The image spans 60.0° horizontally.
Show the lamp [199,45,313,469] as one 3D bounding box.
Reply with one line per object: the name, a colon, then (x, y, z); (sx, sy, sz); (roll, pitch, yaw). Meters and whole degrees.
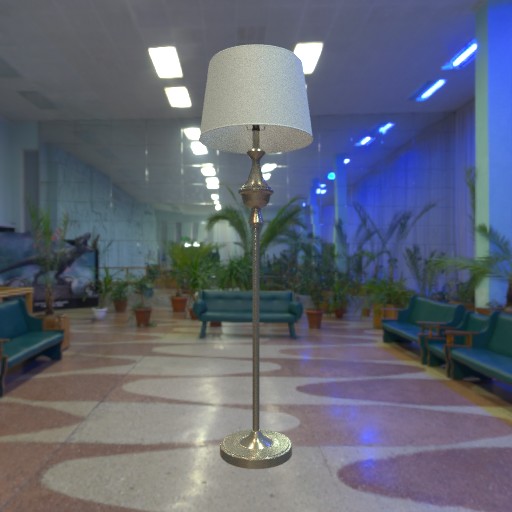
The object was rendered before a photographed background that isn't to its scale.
lamp: (0.000, 0.000, 1.681); (0.431, 1.488, 0.431); (0, 0, 0)
